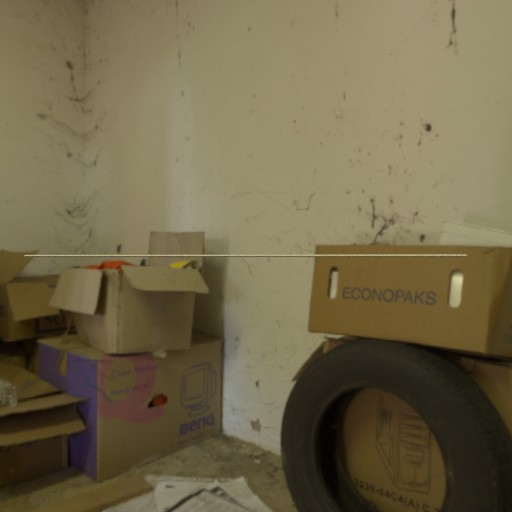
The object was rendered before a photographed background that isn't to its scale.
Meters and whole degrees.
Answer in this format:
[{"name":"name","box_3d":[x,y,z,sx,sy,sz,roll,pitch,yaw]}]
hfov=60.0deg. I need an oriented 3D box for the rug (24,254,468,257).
[{"name":"rug","box_3d":[0.000,0.000,2.990,2.438,0.012,1.524,0,0,20]}]
